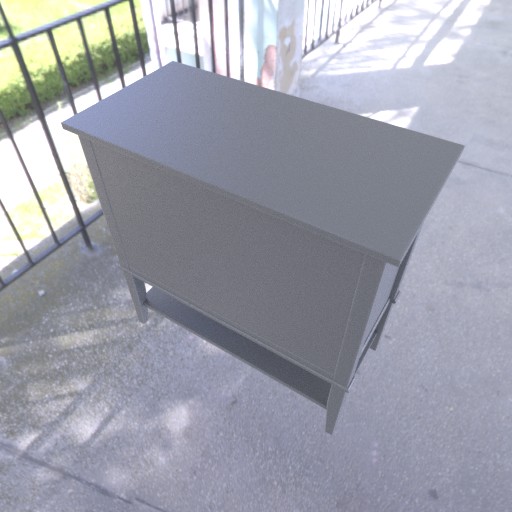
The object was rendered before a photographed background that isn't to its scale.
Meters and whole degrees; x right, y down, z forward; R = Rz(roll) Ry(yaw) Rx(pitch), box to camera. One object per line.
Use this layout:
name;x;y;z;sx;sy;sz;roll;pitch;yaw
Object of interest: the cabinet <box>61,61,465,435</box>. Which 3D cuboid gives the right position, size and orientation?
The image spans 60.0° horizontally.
cabinet;0.000;0.000;1.255;0.801;0.780;0.396;25;51;22
